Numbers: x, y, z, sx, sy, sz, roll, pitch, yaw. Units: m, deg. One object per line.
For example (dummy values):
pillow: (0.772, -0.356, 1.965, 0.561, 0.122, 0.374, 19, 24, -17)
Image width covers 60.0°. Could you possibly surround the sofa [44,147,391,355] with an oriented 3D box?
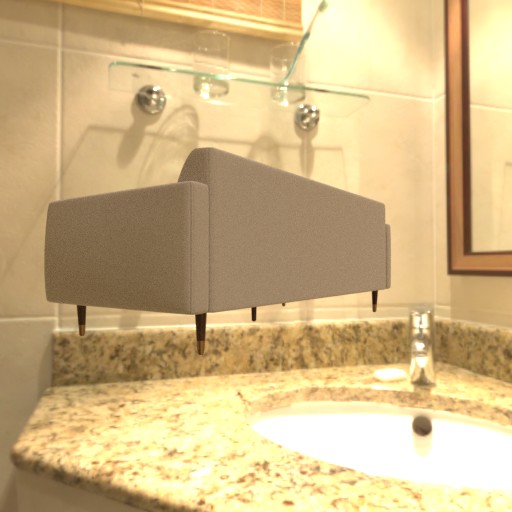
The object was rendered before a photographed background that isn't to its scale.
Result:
sofa: (0.000, 0.000, 2.783, 0.990, 0.821, 2.291, -1, -1, 35)
